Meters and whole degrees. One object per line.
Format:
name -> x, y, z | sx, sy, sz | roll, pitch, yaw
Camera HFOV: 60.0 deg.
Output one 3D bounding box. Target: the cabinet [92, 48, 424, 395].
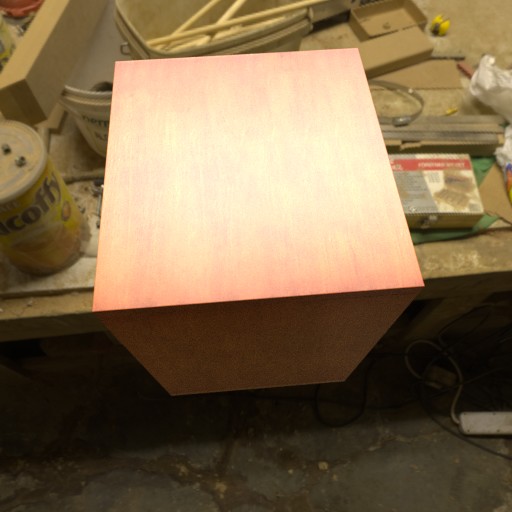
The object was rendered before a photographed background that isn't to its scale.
cabinet -> 0.000, 0.000, 0.852 | 0.401, 0.579, 0.409 | -4, 63, -2
